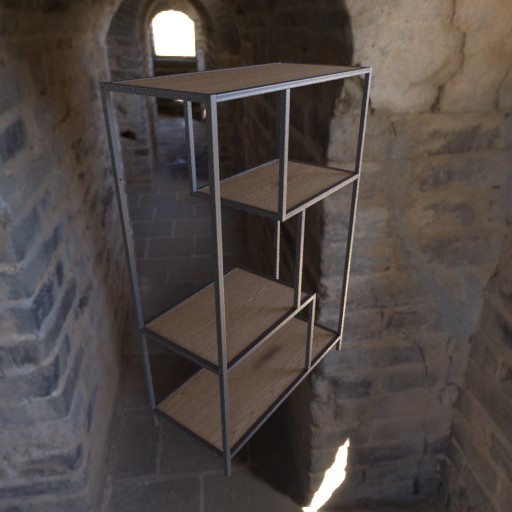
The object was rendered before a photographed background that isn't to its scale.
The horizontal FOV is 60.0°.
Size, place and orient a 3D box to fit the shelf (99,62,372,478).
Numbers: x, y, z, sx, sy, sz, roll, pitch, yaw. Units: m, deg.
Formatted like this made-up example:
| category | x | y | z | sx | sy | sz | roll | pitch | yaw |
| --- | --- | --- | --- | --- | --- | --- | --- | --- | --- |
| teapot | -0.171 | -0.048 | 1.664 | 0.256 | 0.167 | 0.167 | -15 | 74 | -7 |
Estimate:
| category | x | y | z | sx | sy | sz | roll | pitch | yaw |
| --- | --- | --- | --- | --- | --- | --- | --- | --- | --- |
| shelf | 0.000 | 0.000 | 1.489 | 0.350 | 1.138 | 0.770 | 19 | 33 | 32 |
